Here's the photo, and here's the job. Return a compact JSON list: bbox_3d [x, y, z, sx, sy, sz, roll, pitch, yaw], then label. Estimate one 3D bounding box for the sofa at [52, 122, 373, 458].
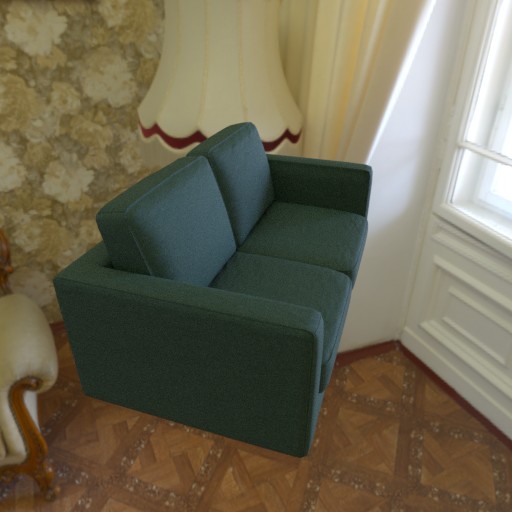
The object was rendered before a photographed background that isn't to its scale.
[{"bbox_3d":[0.000,0.000,1.970,0.879,0.899,1.430,10,32,16],"label":"sofa"}]
